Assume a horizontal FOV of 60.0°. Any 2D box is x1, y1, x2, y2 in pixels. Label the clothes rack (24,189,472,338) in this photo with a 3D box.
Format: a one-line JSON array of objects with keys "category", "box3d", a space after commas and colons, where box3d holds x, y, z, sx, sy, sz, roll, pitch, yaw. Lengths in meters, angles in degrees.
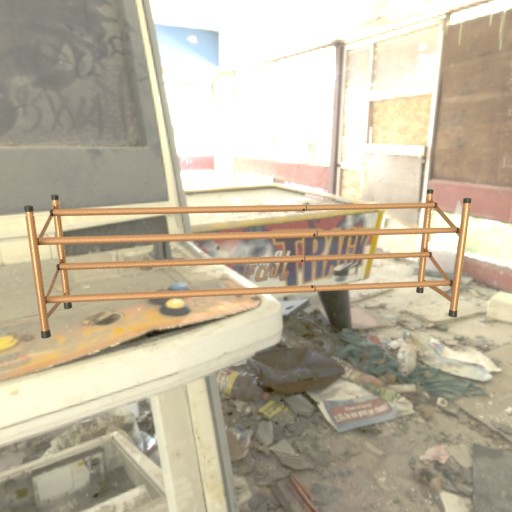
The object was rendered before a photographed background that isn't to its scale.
[{"category": "clothes rack", "box3d": [0.000, 0.000, 1.293, 1.168, 0.349, 0.229, -2, 15, -7]}]
